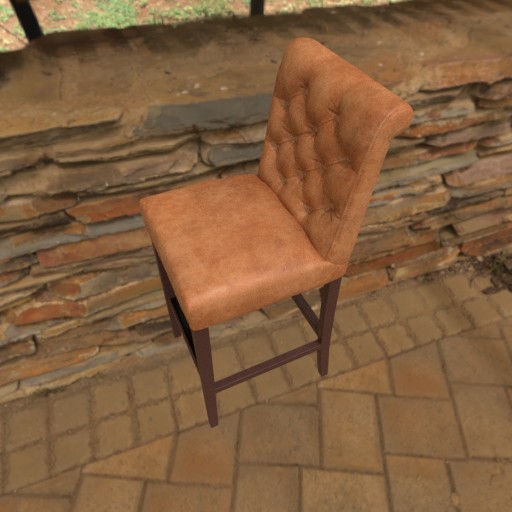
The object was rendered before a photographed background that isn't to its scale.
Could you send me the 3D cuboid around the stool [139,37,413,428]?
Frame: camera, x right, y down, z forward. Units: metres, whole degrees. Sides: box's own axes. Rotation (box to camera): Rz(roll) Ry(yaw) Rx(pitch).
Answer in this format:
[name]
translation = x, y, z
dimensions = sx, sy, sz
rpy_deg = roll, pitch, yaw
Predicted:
[stool]
translation = 0.000, 0.000, 1.436
dimensions = 0.601, 1.140, 0.493
rpy_deg = -19, 49, -17
